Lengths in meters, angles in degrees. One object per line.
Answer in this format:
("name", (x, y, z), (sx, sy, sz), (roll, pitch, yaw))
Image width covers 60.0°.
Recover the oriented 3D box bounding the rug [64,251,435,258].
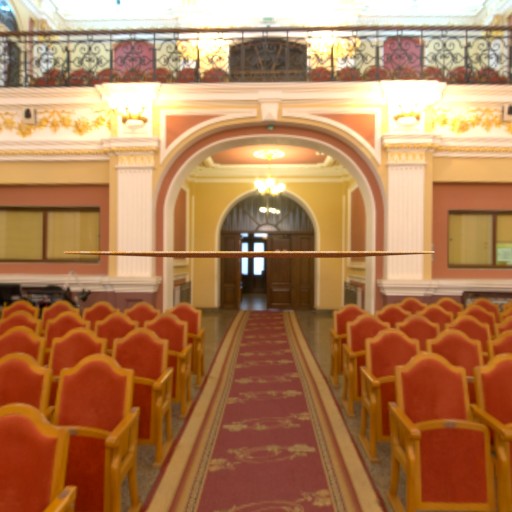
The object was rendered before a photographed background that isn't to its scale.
("rug", (0.000, 0.000, 3.006), (1.511, 0.010, 2.424), (0, -1, 2))
